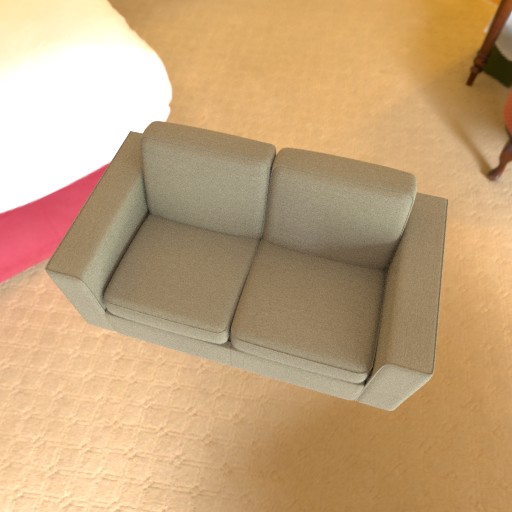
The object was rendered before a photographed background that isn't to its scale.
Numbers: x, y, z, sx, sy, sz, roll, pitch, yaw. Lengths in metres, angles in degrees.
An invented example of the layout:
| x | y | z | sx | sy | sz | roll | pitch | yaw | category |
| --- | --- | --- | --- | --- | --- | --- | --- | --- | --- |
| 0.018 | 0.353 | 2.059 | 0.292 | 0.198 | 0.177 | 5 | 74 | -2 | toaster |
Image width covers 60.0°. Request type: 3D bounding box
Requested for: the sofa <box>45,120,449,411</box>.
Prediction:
| x | y | z | sx | sy | sz | roll | pitch | yaw | category |
| --- | --- | --- | --- | --- | --- | --- | --- | --- | --- |
| 0.000 | 0.000 | 2.375 | 1.812 | 0.924 | 1.007 | 14 | 60 | 8 | sofa |
